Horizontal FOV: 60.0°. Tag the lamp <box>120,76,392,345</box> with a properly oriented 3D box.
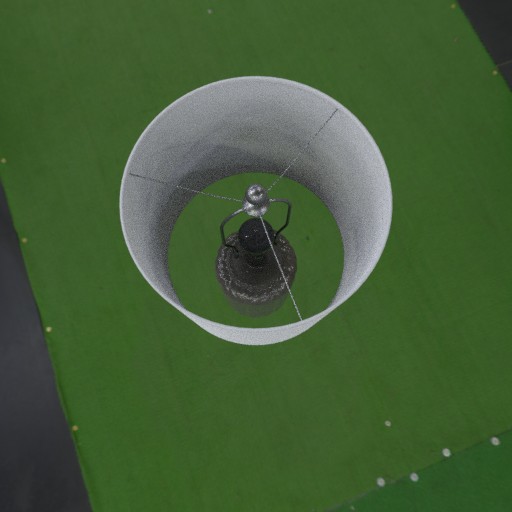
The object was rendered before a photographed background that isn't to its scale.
[{"bbox_3d":[0.000,0.000,0.512,0.203,0.389,0.203,-18,76,-5],"label":"lamp"}]
